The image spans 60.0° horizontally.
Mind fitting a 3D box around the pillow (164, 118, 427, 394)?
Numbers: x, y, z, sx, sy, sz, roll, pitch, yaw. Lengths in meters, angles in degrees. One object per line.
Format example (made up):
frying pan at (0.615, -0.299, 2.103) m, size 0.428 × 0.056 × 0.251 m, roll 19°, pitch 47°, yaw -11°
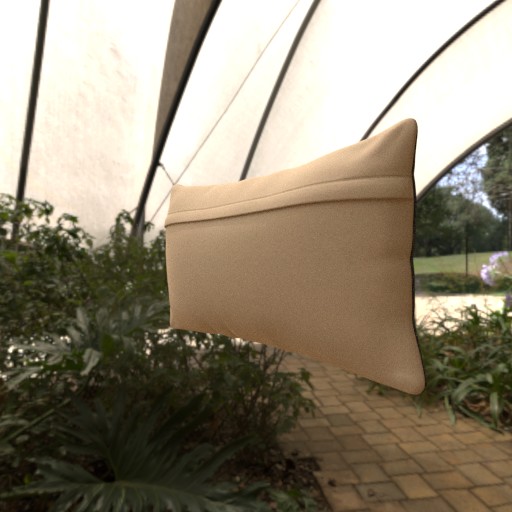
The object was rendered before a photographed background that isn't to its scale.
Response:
pillow at (0.000, 0.000, 0.715) m, size 0.148 × 0.307 × 0.604 m, roll 0°, pitch -1°, yaw -37°
